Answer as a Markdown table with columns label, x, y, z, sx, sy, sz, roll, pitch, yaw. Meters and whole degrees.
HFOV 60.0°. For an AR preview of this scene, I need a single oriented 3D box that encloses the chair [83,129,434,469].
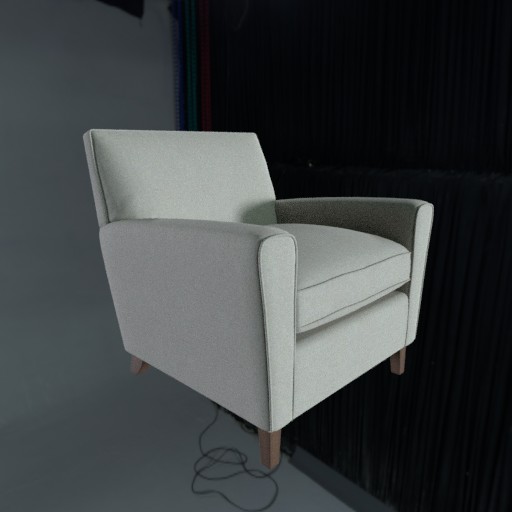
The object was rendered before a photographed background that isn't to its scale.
| label | x | y | z | sx | sy | sz | roll | pitch | yaw |
| --- | --- | --- | --- | --- | --- | --- | --- | --- | --- |
| chair | 0.000 | 0.000 | 1.535 | 0.840 | 0.846 | 0.871 | -14 | 20 | -43 |
